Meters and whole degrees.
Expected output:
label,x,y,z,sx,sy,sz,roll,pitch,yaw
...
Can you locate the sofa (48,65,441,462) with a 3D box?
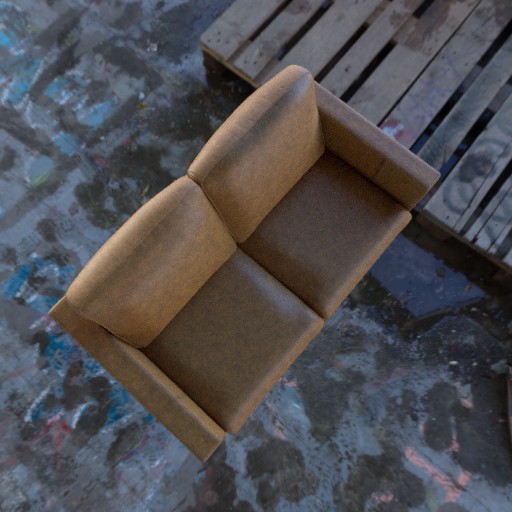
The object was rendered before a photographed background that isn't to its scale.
label,x,y,z,sx,sy,sz,roll,pitch,yaw
sofa,0.000,0.000,2.093,0.909,0.951,1.578,40,79,9
